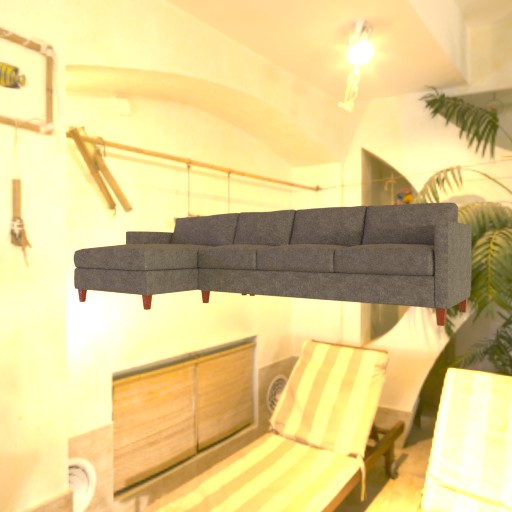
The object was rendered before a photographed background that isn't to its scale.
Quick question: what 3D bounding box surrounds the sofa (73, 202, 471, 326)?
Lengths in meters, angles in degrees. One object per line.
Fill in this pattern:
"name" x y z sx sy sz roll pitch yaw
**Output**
"sofa" 0.000 0.000 4.171 3.471 0.954 1.606 1 1 35
